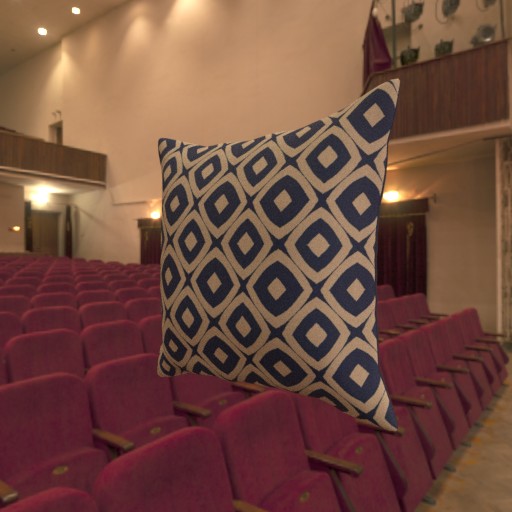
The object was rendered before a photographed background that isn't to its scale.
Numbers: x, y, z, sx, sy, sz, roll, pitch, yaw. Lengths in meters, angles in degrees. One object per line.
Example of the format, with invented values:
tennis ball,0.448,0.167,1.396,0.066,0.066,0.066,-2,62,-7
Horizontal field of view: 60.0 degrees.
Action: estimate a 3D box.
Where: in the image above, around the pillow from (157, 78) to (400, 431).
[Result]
pillow,0.000,0.000,0.769,0.504,0.494,0.188,0,-1,37
